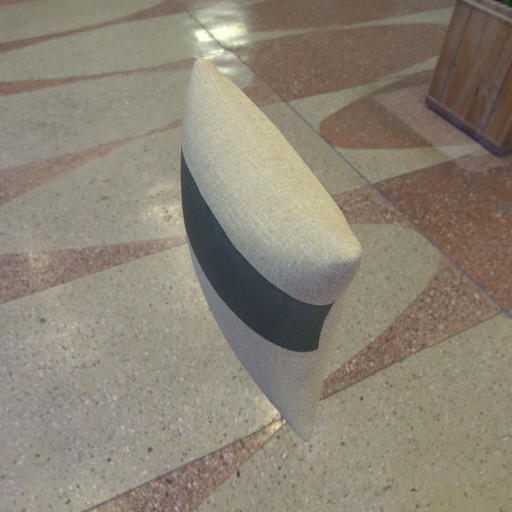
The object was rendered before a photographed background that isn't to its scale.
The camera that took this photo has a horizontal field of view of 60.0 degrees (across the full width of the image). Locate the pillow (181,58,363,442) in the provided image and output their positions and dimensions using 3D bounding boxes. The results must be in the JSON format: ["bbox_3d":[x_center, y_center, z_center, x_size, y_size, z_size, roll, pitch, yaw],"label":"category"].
[{"bbox_3d":[0.000,0.000,0.626,0.173,0.399,0.414,-17,49,-15],"label":"pillow"}]
